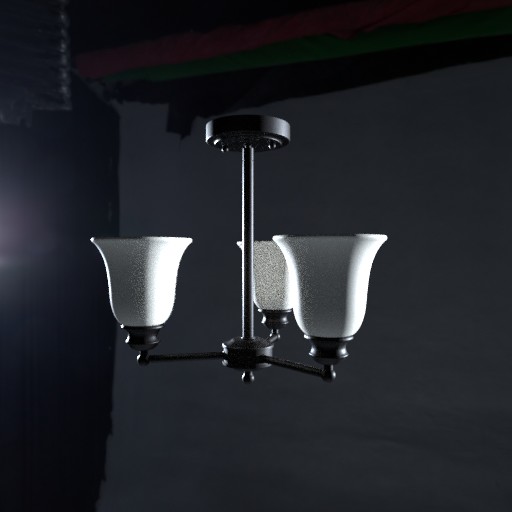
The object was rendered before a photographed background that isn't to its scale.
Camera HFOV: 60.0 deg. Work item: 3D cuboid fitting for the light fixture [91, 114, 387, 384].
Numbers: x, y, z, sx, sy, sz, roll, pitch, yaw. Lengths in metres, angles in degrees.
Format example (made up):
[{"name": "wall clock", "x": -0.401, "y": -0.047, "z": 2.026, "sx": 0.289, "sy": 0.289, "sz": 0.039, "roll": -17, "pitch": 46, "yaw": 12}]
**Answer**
[{"name": "light fixture", "x": 0.000, "y": 0.000, "z": 0.674, "sx": 0.388, "sy": 0.370, "sz": 0.354, "roll": 0, "pitch": 0, "yaw": 18}]
